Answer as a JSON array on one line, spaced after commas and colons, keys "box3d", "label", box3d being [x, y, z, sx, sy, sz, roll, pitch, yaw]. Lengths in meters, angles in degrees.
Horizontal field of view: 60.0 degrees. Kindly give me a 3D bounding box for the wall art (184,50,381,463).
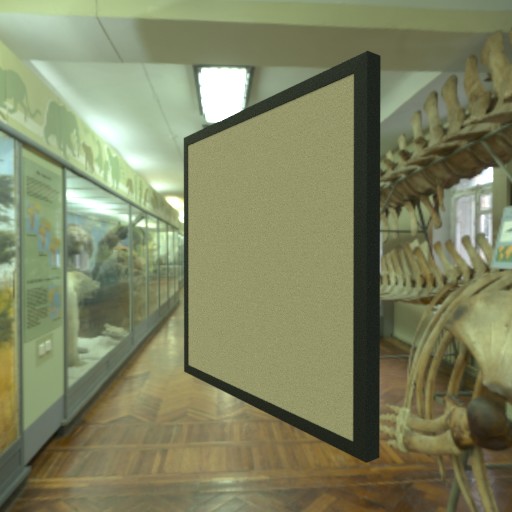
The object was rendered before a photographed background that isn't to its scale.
[{"box3d": [0.000, 0.000, 0.456, 0.015, 0.304, 0.306, 0, 1, -35], "label": "wall art"}]
